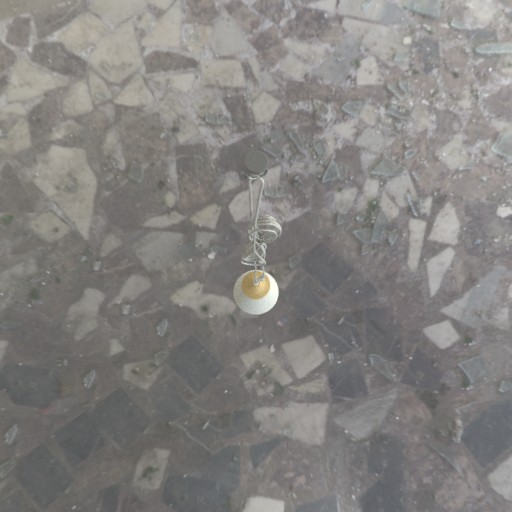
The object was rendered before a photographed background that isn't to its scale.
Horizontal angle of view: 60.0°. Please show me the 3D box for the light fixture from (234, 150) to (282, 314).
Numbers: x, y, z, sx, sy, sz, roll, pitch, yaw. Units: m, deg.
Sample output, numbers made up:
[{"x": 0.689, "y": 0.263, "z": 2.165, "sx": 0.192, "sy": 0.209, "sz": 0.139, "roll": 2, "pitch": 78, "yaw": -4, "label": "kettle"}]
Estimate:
[{"x": 0.000, "y": 0.000, "z": 1.044, "sx": 0.153, "sy": 0.966, "sz": 0.153, "roll": 16, "pitch": 76, "yaw": 4, "label": "light fixture"}]
